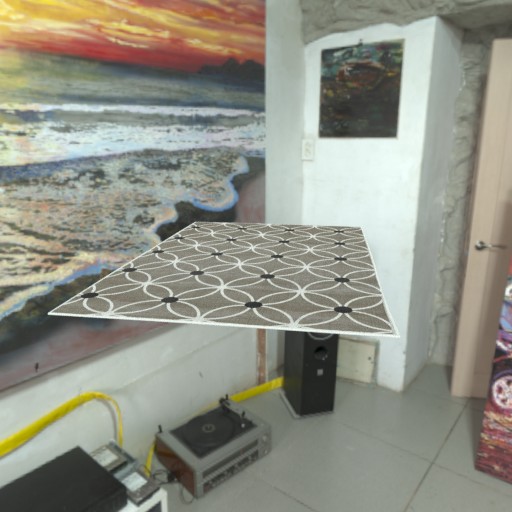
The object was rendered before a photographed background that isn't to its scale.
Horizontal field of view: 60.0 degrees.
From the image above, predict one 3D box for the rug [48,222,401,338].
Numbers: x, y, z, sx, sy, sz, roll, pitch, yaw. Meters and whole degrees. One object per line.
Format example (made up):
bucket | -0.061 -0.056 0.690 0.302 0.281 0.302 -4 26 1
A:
rug | 0.000 0.000 2.938 1.522 0.008 2.284 2 15 9
